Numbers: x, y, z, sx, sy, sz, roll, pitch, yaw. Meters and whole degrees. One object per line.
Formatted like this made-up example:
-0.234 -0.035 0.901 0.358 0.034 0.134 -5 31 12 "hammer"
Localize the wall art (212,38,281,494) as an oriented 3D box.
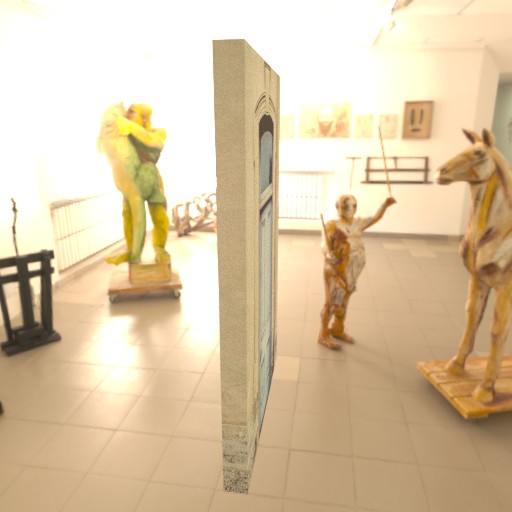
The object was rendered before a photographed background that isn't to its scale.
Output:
0.000 0.000 0.756 0.036 0.607 0.403 2 17 8 "wall art"
